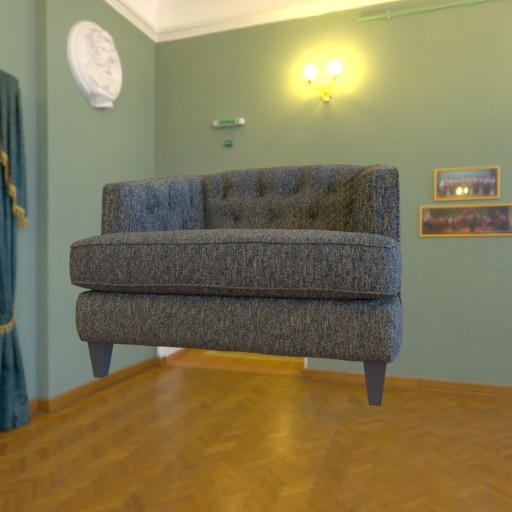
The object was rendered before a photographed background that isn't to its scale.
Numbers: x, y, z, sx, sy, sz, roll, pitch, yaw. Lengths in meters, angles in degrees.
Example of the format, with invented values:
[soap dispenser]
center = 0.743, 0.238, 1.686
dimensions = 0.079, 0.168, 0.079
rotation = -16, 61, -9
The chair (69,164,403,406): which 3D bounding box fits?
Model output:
[chair]
center = 0.000, 0.000, 1.768
dimensions = 1.104, 0.852, 0.941
rotation = 0, 1, 17
